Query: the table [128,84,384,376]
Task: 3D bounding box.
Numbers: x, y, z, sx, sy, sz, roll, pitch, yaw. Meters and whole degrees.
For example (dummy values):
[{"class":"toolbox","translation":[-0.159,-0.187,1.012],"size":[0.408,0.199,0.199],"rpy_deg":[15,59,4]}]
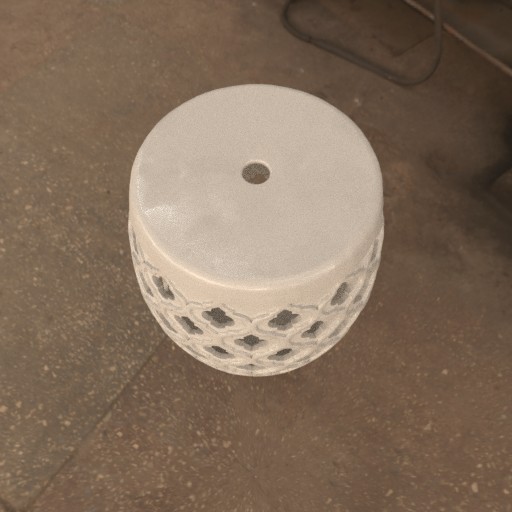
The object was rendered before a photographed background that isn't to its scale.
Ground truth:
[{"class":"table","translation":[0.000,0.000,0.627],"size":[0.325,0.388,0.325],"rpy_deg":[0,64,0]}]
